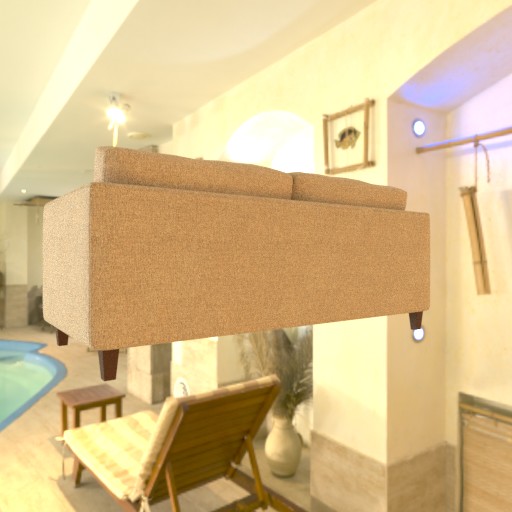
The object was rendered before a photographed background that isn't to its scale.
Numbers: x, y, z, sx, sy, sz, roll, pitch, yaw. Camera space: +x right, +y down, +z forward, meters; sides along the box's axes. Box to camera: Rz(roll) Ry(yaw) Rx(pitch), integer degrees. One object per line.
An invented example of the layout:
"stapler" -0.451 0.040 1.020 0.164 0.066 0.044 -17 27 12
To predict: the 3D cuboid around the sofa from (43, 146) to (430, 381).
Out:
"sofa" 0.000 0.000 2.661 2.208 0.965 0.951 0 0 -36
